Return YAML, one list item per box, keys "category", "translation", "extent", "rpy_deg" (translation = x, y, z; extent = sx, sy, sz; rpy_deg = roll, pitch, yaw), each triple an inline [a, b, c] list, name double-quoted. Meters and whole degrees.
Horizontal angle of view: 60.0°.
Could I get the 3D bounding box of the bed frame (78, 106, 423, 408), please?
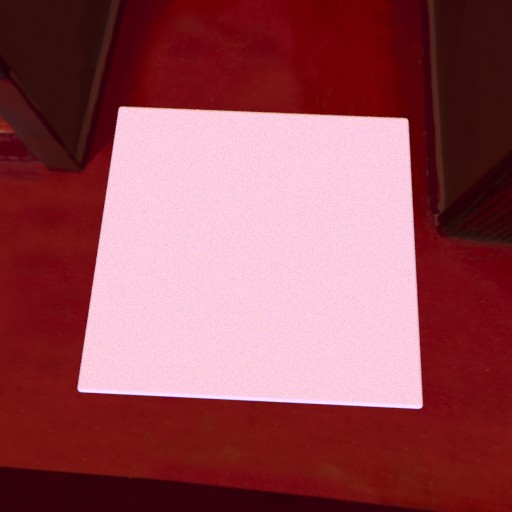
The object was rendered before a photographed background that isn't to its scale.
- category: "bed frame"
  translation: [0.000, 0.000, 3.197]
  extent: [2.079, 0.659, 1.963]
  rpy_deg: [3, 75, 1]
